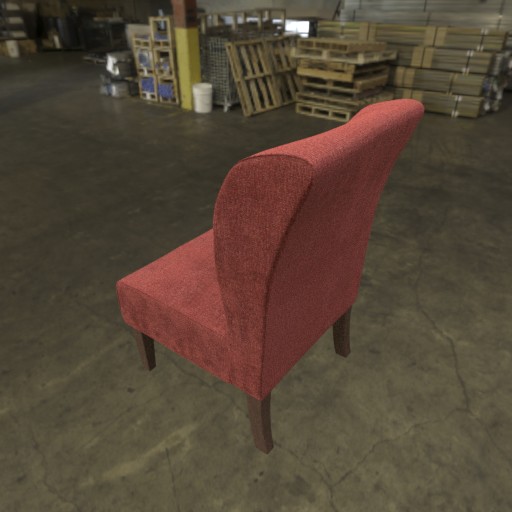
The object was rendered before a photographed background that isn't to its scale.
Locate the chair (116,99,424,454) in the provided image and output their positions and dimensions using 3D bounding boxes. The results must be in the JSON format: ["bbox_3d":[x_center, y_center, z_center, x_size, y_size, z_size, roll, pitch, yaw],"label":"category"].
[{"bbox_3d":[0.000,0.000,1.248,0.640,0.846,0.538,22,37,31],"label":"chair"}]
